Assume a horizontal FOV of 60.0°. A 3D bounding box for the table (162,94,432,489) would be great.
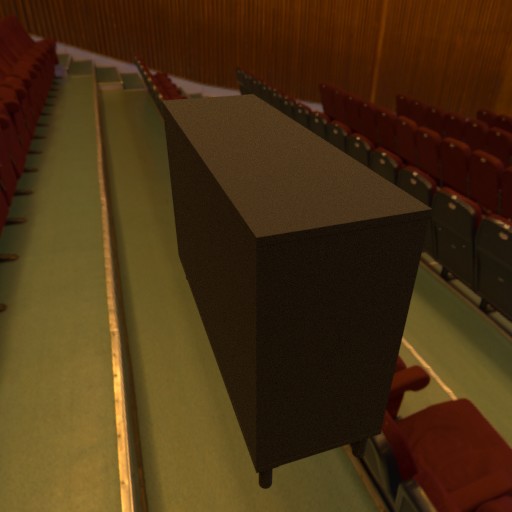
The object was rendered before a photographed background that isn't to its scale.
[{"bbox_3d":[0.000,0.000,1.586,0.400,0.855,1.200,-10,33,-16],"label":"table"}]
